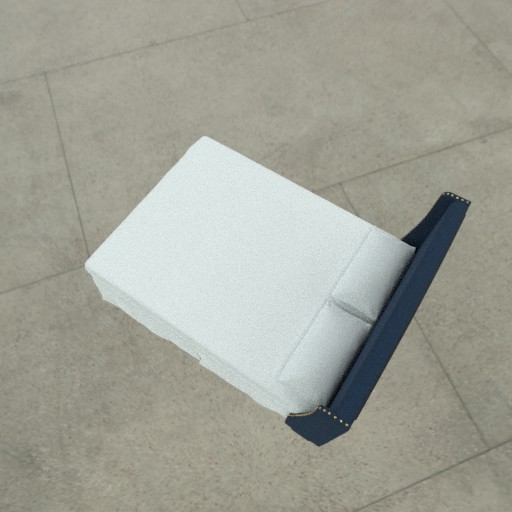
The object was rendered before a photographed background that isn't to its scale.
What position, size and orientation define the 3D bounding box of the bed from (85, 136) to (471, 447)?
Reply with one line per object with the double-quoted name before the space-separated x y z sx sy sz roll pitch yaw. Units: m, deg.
"bed" 0.000 0.000 3.262 2.223 1.402 1.604 31 68 14
